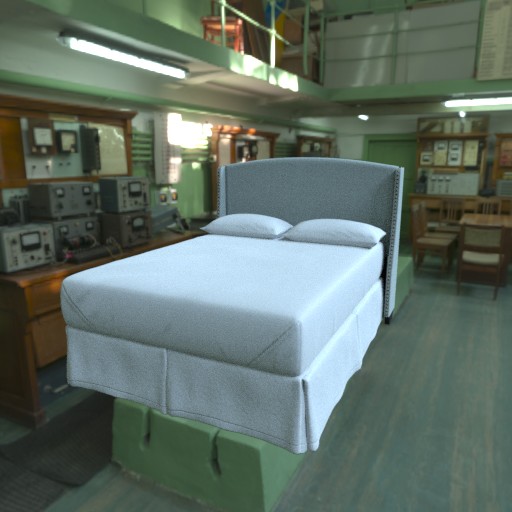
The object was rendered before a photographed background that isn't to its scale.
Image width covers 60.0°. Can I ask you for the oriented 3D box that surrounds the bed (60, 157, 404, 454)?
[{"bbox_3d":[0.000,0.000,3.254,1.710,1.407,2.237,6,14,25],"label":"bed"}]
